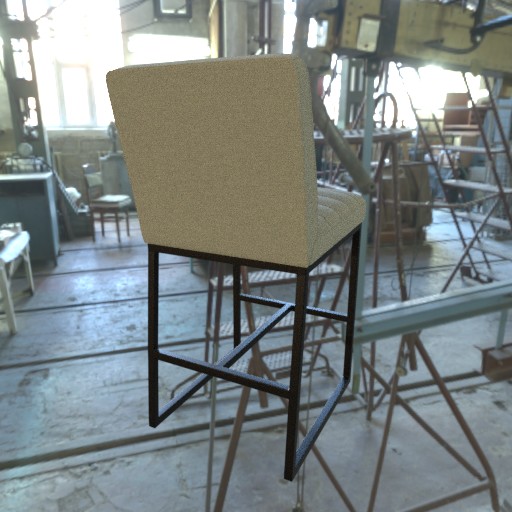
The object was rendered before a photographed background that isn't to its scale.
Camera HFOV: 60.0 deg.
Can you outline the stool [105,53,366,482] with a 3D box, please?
[{"bbox_3d":[0.000,0.000,1.214,0.460,0.940,0.560,8,18,27],"label":"stool"}]
